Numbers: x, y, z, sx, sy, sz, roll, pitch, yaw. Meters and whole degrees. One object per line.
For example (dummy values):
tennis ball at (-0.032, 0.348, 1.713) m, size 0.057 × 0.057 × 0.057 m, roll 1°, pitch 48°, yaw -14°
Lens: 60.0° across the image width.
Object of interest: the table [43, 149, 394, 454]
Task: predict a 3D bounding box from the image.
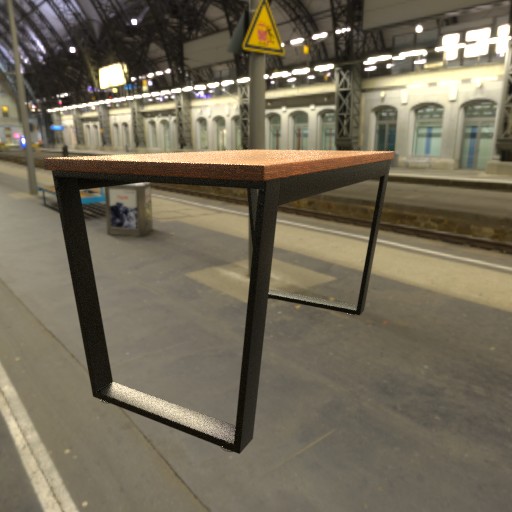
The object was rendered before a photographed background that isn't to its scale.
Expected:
table at (0.000, 0.000, 1.695) m, size 0.714 × 0.760 × 1.205 m, roll 8°, pitch 17°, yaw 28°
